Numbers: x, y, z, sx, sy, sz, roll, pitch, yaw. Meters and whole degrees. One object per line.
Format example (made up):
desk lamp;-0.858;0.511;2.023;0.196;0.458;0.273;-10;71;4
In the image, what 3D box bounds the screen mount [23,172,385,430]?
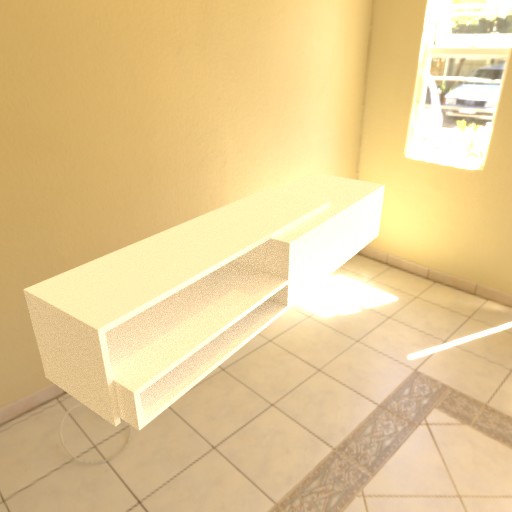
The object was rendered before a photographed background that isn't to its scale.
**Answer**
screen mount;0.000;0.000;1.833;0.420;0.320;1.680;17;30;32
